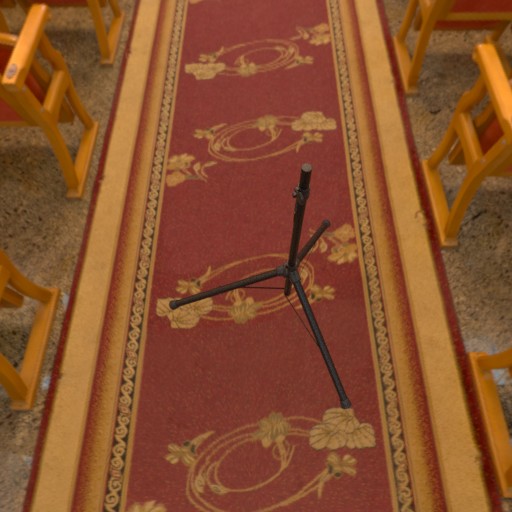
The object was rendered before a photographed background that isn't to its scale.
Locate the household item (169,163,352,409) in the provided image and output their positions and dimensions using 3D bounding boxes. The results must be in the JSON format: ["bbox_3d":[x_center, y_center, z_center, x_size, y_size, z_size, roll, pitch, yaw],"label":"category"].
[{"bbox_3d":[0.000,0.000,1.841,0.907,1.136,1.045,0,62,0],"label":"household item"}]
